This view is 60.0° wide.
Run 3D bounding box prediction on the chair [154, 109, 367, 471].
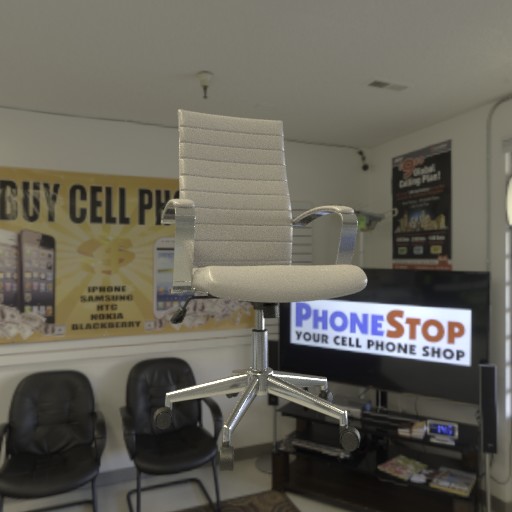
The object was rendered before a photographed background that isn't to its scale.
[{"bbox_3d":[0.000,0.000,1.535,0.679,1.149,0.667,0,0,-19],"label":"chair"}]
